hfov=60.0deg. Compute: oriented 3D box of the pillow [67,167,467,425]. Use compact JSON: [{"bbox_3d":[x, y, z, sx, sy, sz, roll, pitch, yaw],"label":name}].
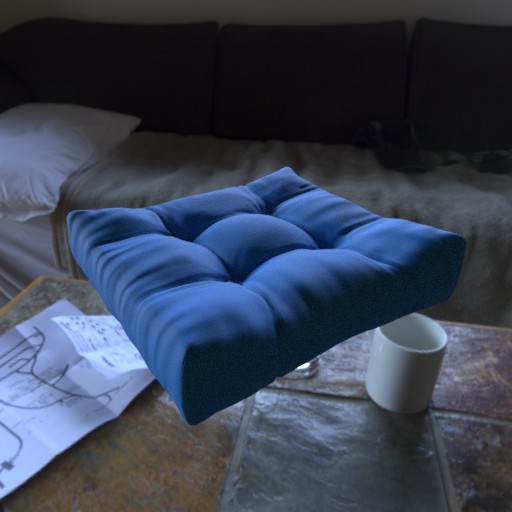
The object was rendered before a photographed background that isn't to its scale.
[{"bbox_3d":[0.000,0.000,0.730,0.490,0.128,0.468,-18,33,-30],"label":"pillow"}]
